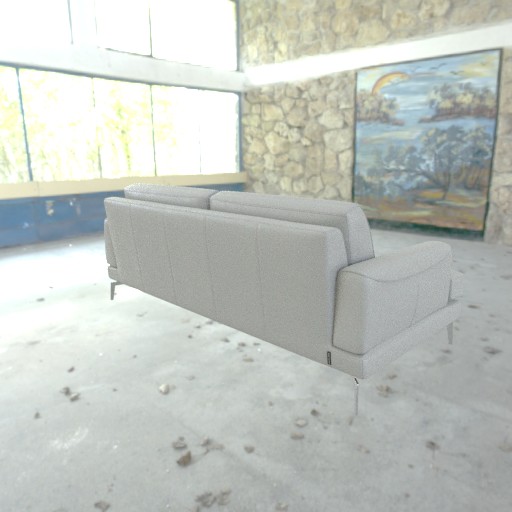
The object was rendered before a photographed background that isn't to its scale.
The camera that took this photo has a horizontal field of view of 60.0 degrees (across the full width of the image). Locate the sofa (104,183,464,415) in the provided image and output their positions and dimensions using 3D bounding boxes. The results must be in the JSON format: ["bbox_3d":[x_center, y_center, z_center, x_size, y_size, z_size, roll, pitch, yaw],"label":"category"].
[{"bbox_3d":[0.000,0.000,2.482,1.940,0.765,0.974,13,18,43],"label":"sofa"}]
